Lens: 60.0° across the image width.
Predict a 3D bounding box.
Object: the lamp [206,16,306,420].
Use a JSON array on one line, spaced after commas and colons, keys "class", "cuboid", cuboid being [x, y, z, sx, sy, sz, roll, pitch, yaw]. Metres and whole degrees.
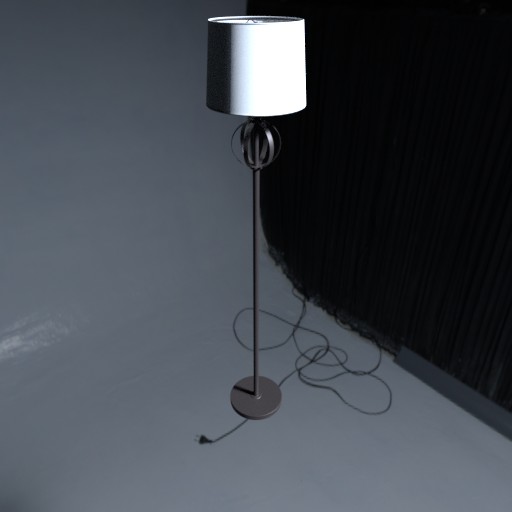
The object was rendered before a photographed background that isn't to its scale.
[{"class": "lamp", "cuboid": [0.000, 0.000, 1.550, 0.286, 1.462, 0.286, -22, 38, -32]}]
